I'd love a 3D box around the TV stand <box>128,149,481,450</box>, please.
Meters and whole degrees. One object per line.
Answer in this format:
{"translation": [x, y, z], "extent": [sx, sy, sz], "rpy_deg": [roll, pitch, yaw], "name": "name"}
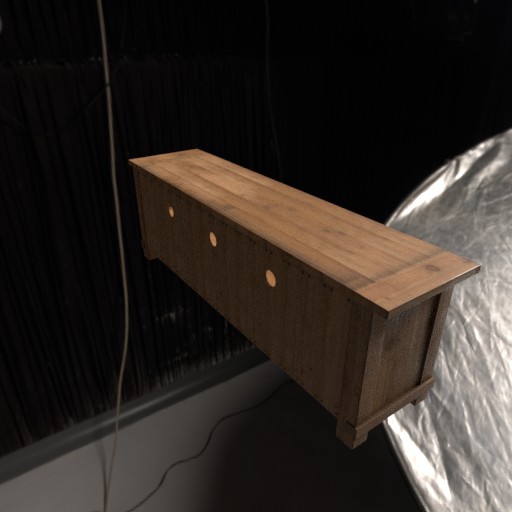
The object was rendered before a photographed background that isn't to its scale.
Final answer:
{"translation": [0.000, 0.000, 2.035], "extent": [0.453, 0.573, 1.804], "rpy_deg": [-18, 32, -31], "name": "TV stand"}
